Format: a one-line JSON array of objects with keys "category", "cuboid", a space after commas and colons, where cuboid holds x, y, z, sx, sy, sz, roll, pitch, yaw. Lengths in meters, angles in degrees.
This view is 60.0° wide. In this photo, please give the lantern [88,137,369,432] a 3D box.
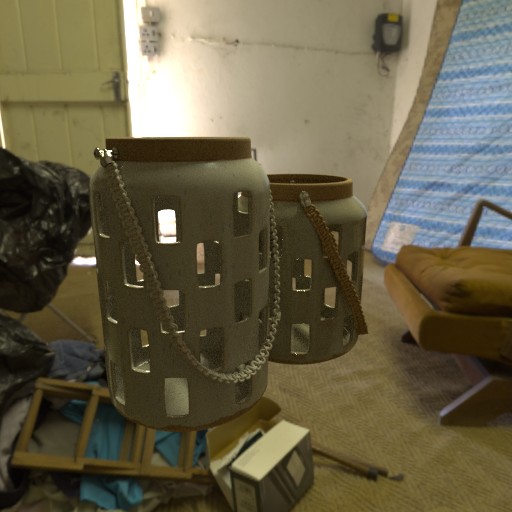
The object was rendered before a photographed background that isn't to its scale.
[{"category": "lantern", "cuboid": [0.000, 0.000, 0.492, 0.184, 0.255, 0.347, 15, 21, 42]}]
